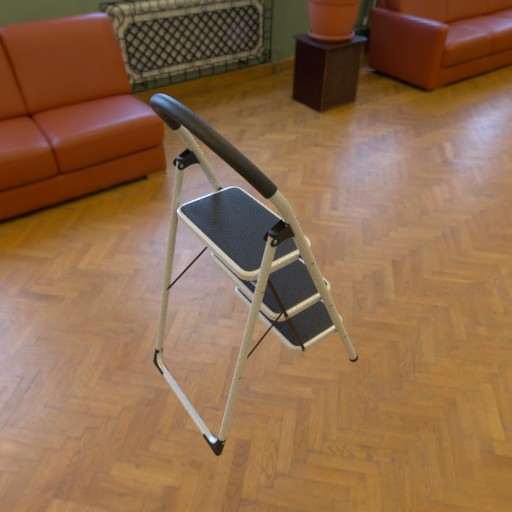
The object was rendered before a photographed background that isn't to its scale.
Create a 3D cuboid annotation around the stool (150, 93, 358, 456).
[{"bbox_3d":[0.000,0.000,1.418,0.676,1.109,0.485,-26,47,-27],"label":"stool"}]
